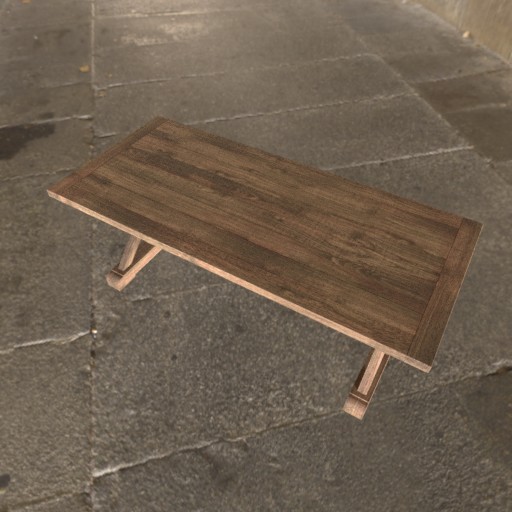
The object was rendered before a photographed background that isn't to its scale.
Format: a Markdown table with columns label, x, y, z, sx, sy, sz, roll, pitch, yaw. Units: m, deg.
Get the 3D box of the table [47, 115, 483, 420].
| label | x | y | z | sx | sy | sz | roll | pitch | yaw |
| --- | --- | --- | --- | --- | --- | --- | --- | --- | --- |
| table | 0.000 | 0.000 | 2.506 | 2.031 | 0.733 | 0.907 | 23 | 51 | 21 |
